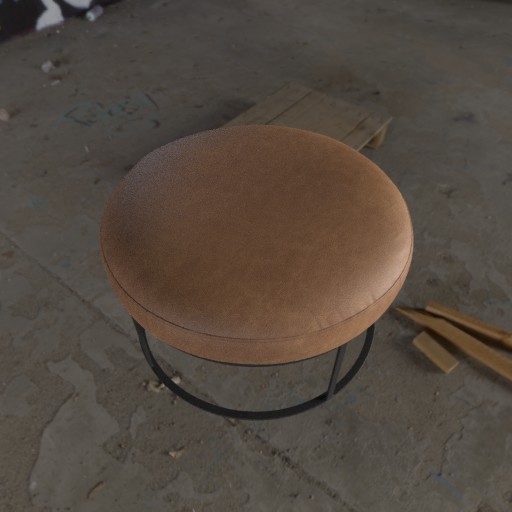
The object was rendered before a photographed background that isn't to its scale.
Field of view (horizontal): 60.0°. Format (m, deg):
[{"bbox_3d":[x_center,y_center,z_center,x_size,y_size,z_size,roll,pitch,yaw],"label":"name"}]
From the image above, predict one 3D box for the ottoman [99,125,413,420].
[{"bbox_3d":[0.000,0.000,1.229,0.771,0.460,0.771,0,47,0],"label":"ottoman"}]
